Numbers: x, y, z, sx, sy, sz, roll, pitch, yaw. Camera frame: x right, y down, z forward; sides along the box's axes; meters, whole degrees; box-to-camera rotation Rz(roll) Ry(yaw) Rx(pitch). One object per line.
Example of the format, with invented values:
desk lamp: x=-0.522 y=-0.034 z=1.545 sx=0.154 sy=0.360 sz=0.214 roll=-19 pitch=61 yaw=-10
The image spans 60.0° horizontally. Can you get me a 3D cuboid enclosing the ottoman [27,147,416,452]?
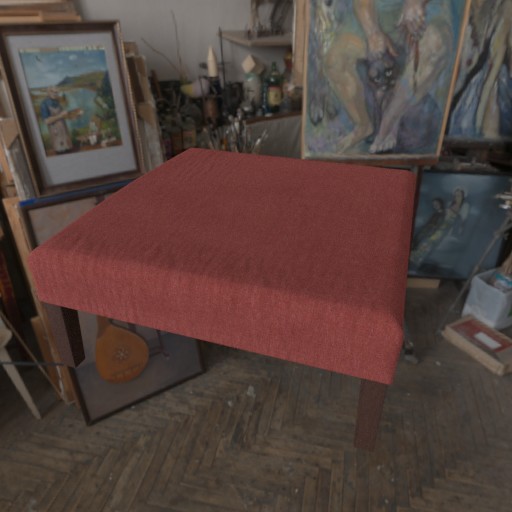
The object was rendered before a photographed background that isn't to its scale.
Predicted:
ottoman: x=0.000 y=0.000 z=1.392 sx=0.889 sy=0.411 sz=0.890 roll=10 pitch=32 yaw=16
